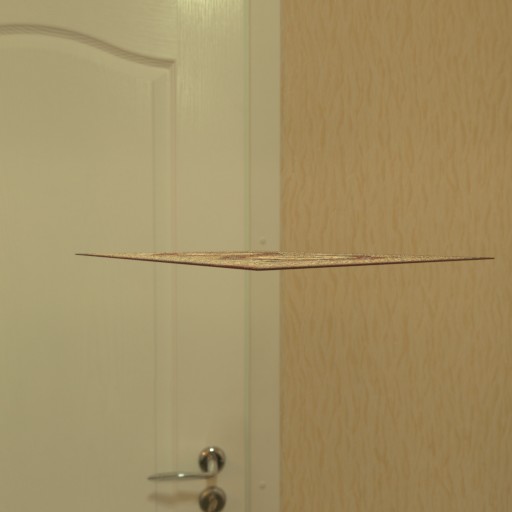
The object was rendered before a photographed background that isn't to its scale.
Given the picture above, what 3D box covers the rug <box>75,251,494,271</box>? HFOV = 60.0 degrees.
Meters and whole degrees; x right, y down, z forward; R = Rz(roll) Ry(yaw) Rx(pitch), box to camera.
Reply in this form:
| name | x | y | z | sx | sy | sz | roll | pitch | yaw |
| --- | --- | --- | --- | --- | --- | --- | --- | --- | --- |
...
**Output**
| name | x | y | z | sx | sy | sz | roll | pitch | yaw |
| --- | --- | --- | --- | --- | --- | --- | --- | --- | --- |
| rug | 0.000 | 0.000 | 4.116 | 2.381 | 0.013 | 3.197 | -1 | 2 | -37 |
